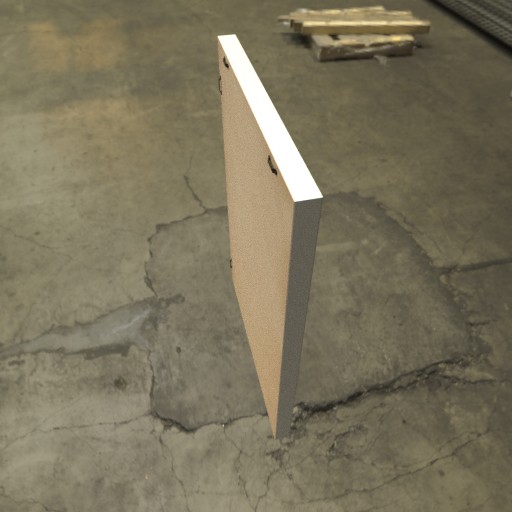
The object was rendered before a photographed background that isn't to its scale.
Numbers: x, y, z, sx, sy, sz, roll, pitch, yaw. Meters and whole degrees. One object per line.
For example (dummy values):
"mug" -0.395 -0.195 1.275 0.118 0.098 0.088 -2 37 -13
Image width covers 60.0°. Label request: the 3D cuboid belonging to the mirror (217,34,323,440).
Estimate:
"mirror" 0.000 0.000 0.938 0.040 0.710 0.507 -10 47 -9
